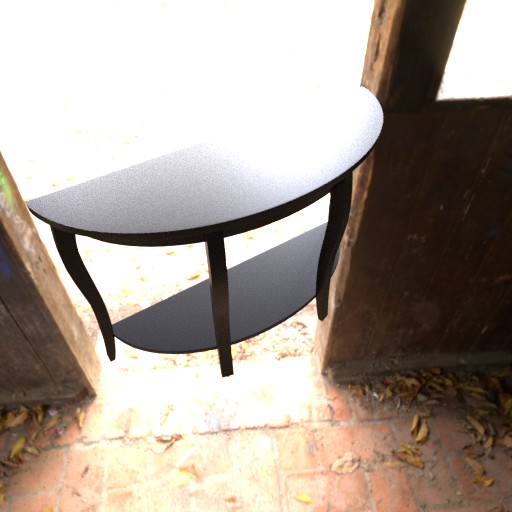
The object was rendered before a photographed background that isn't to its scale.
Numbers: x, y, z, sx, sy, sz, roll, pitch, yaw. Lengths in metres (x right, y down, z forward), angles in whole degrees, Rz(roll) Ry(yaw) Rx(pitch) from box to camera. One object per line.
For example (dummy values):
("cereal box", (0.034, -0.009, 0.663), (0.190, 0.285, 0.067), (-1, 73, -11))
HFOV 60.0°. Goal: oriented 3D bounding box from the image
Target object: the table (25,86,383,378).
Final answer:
("table", (0.000, 0.000, 1.583), (1.219, 0.780, 0.394), (-26, 51, -23))
